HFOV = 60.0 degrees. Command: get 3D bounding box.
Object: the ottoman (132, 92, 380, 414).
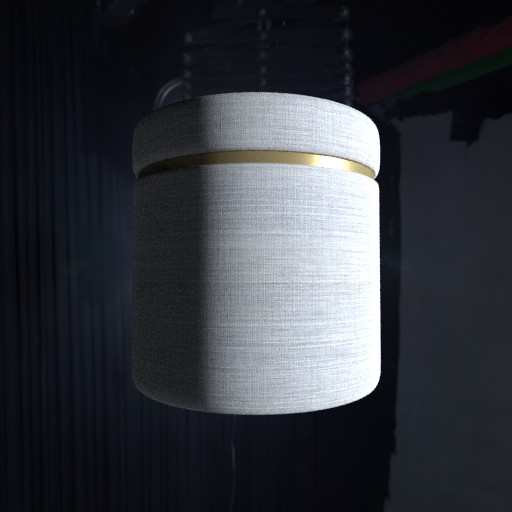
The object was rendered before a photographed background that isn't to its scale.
[{"bbox_3d":[0.000,0.000,0.738,0.400,0.406,0.400,0,-2,0],"label":"ottoman"}]
